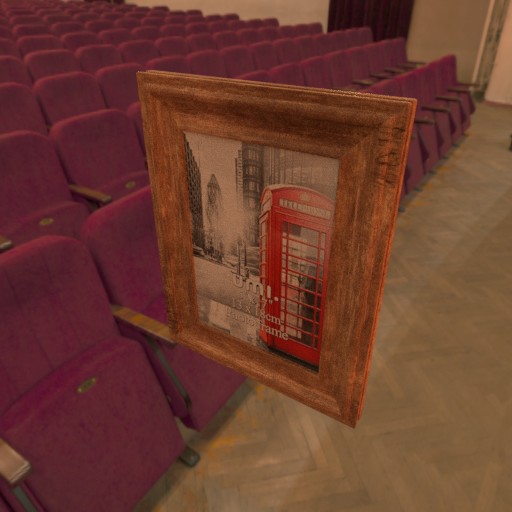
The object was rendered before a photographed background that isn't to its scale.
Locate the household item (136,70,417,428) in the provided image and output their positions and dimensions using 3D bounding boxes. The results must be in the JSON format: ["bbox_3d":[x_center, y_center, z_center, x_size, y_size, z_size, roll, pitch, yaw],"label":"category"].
[{"bbox_3d":[0.000,0.000,0.323,0.186,0.237,0.018,18,35,28],"label":"household item"}]
